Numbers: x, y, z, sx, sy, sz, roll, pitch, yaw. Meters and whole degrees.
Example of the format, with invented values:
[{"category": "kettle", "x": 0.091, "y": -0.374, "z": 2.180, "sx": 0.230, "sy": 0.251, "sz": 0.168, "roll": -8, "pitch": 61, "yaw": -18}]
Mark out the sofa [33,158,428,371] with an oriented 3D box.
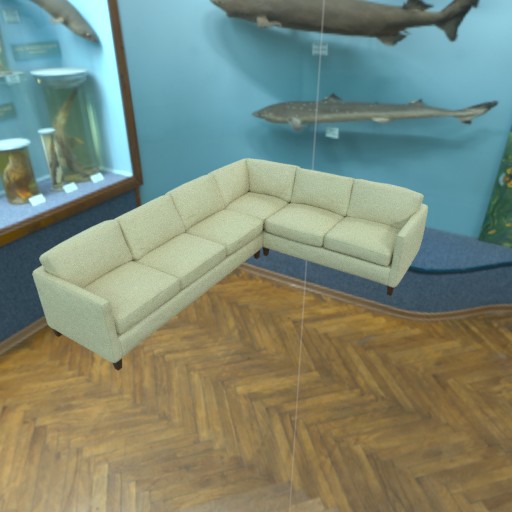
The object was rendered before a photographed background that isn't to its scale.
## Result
[{"category": "sofa", "x": 0.000, "y": 0.000, "z": 4.522, "sx": 2.593, "sy": 0.947, "sz": 3.302, "roll": 18, "pitch": 35, "yaw": 28}]
